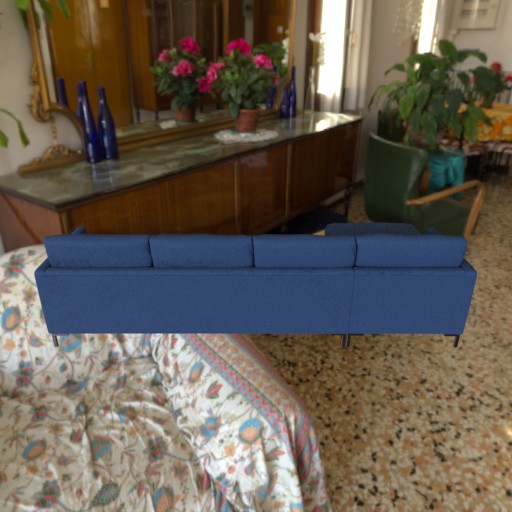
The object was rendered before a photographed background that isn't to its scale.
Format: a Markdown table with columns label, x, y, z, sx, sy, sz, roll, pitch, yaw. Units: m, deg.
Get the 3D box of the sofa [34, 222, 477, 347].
| label | x | y | z | sx | sy | sz | roll | pitch | yaw |
| --- | --- | --- | --- | --- | --- | --- | --- | --- | --- |
| sofa | 0.000 | 0.000 | 2.958 | 2.450 | 0.679 | 1.128 | 0 | 25 | 0 |
